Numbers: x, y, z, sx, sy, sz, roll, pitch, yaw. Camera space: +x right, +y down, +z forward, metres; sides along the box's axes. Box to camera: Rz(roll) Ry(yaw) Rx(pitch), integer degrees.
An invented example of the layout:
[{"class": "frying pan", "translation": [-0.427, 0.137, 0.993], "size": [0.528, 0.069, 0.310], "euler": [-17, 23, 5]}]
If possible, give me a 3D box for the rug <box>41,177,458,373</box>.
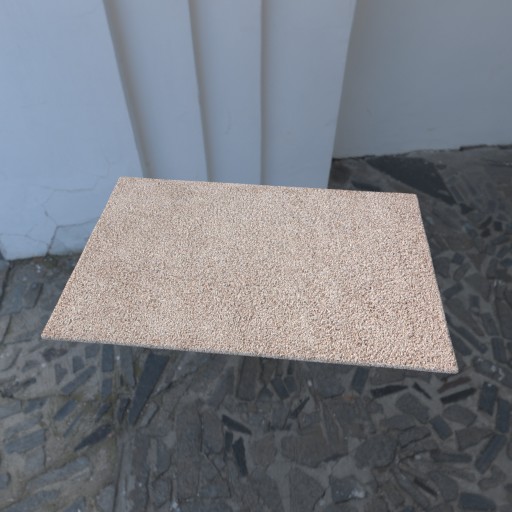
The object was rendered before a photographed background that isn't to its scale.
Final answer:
[{"class": "rug", "translation": [0.000, 0.000, 3.488], "size": [2.743, 0.030, 1.778], "euler": [4, 47, 4]}]
